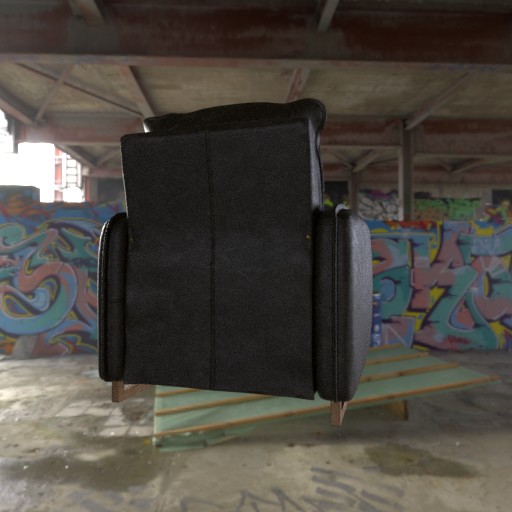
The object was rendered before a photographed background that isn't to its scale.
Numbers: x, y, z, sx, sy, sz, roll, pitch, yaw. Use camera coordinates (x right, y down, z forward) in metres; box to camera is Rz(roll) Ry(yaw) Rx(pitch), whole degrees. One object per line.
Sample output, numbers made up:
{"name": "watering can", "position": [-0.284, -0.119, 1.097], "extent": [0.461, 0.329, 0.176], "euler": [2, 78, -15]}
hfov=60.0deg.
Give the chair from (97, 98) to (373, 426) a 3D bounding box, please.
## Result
{"name": "chair", "position": [0.000, 0.000, 1.662], "extent": [0.830, 0.921, 0.921], "euler": [0, -1, 17]}
